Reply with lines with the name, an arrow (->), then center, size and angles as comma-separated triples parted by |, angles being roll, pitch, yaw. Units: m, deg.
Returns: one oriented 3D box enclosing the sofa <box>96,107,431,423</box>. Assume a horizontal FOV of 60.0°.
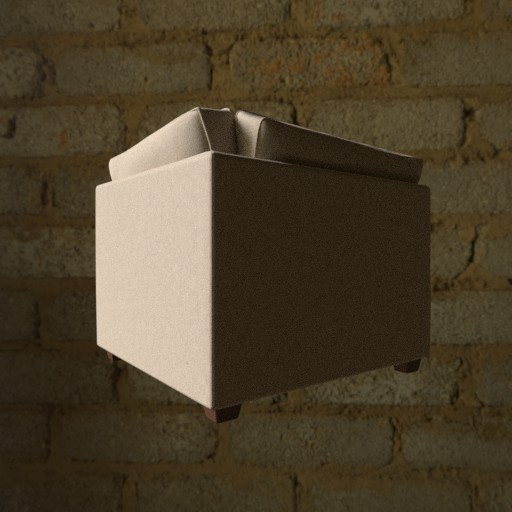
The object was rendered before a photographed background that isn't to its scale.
sofa -> 0.000, 0.000, 1.882 | 1.050, 0.937, 1.042 | 0, 0, -36
